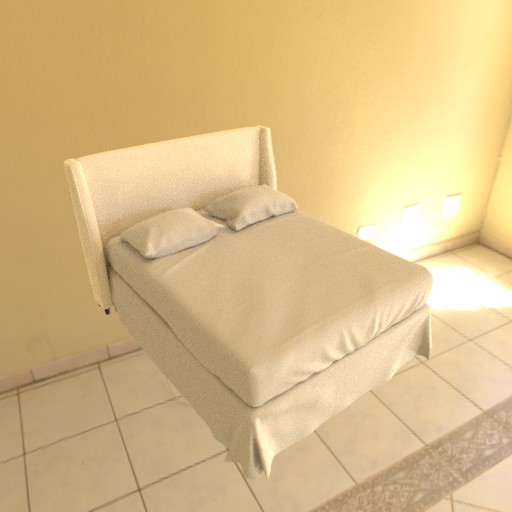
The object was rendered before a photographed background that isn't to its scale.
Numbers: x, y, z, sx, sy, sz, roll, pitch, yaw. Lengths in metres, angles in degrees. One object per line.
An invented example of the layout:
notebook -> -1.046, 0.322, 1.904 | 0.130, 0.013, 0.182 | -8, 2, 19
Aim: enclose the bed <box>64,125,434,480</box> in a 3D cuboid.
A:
bed -> 0.000, 0.000, 3.350 | 1.925, 1.332, 2.276 | -21, 35, -33
